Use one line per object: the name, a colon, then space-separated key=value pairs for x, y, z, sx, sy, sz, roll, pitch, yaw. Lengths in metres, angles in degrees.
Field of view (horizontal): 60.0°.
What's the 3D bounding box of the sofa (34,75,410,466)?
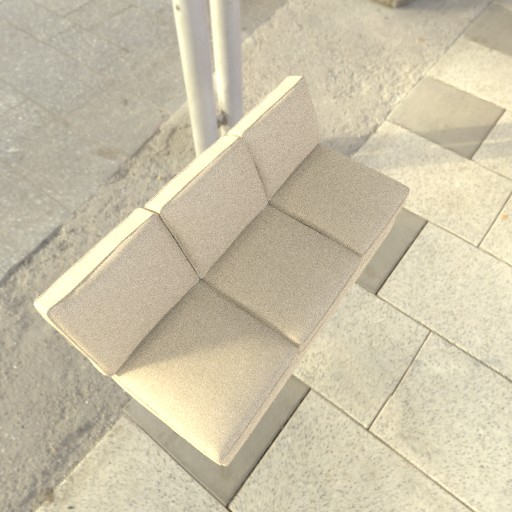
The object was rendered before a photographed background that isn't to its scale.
sofa: x=0.000 y=0.000 z=2.497 sx=1.027 sy=0.973 sz=1.962 roll=31 pitch=63 yaw=18
